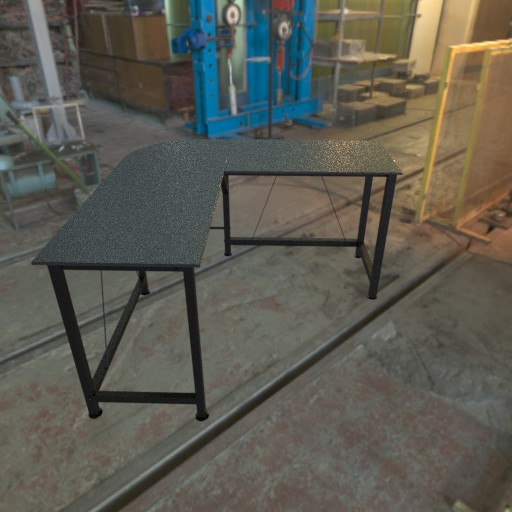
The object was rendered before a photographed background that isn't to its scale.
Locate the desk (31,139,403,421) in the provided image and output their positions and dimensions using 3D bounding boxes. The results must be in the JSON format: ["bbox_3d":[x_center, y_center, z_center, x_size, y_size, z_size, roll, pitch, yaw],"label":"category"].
[{"bbox_3d":[0.000,0.000,2.196,1.400,0.762,1.400,1,31,1],"label":"desk"}]
